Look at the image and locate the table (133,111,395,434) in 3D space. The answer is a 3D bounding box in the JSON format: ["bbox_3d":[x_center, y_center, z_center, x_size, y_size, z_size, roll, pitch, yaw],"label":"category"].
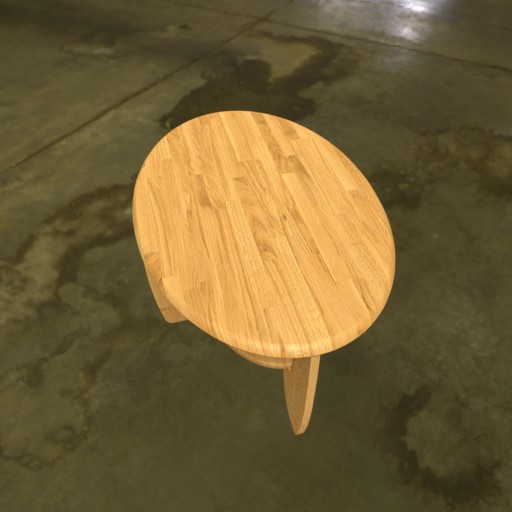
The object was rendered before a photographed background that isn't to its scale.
[{"bbox_3d":[0.000,0.000,1.426,0.690,0.490,1.040,-10,47,-10],"label":"table"}]
